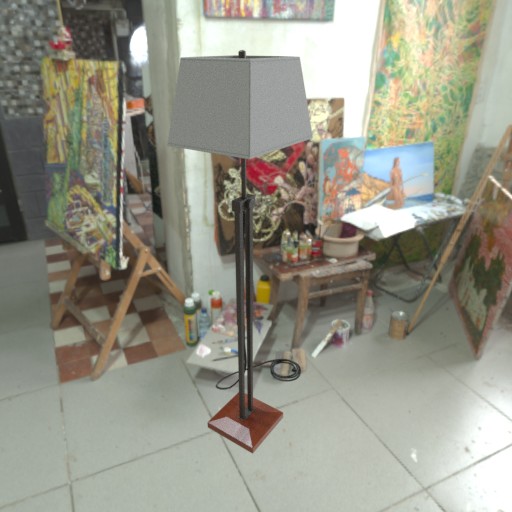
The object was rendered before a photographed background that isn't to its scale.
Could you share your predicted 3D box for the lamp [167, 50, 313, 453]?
[{"bbox_3d":[0.000,0.000,2.026,0.472,1.712,0.745,17,31,31],"label":"lamp"}]
